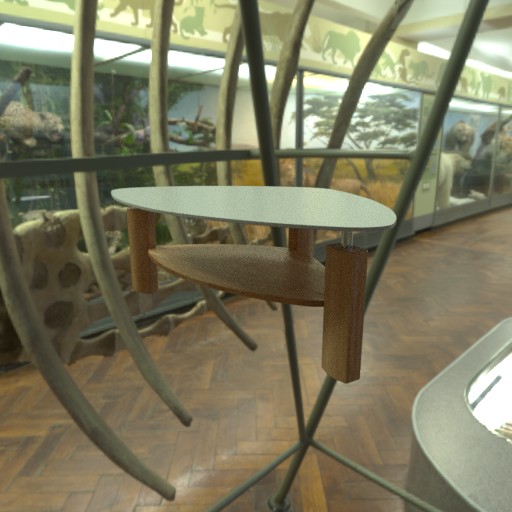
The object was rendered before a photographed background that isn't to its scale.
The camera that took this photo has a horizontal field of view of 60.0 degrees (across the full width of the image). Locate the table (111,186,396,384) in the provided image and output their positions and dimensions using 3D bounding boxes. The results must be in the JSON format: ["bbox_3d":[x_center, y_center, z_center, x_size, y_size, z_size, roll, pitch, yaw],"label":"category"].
[{"bbox_3d":[0.000,0.000,1.656,0.850,0.440,1.250,-14,20,-43],"label":"table"}]
